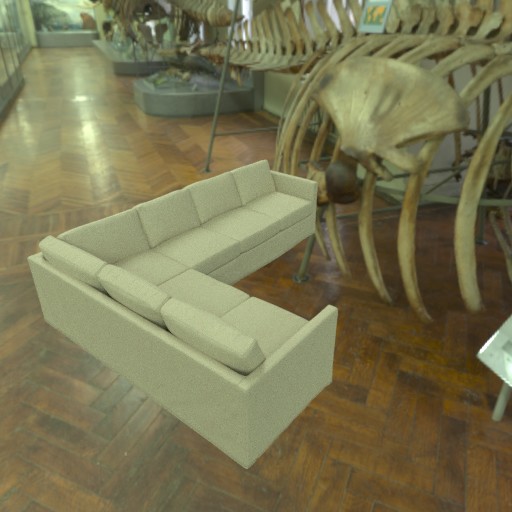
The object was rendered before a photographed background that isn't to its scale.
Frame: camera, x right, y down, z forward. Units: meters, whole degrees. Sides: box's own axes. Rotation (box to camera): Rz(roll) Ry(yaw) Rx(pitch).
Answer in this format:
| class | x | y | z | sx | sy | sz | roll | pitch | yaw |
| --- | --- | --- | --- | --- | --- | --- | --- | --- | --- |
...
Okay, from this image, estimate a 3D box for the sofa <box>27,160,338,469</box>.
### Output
| class | x | y | z | sx | sy | sz | roll | pitch | yaw |
| --- | --- | --- | --- | --- | --- | --- | --- | --- | --- |
| sofa | 0.000 | 0.000 | 4.262 | 2.432 | 0.871 | 3.182 | 21 | 35 | 33 |
